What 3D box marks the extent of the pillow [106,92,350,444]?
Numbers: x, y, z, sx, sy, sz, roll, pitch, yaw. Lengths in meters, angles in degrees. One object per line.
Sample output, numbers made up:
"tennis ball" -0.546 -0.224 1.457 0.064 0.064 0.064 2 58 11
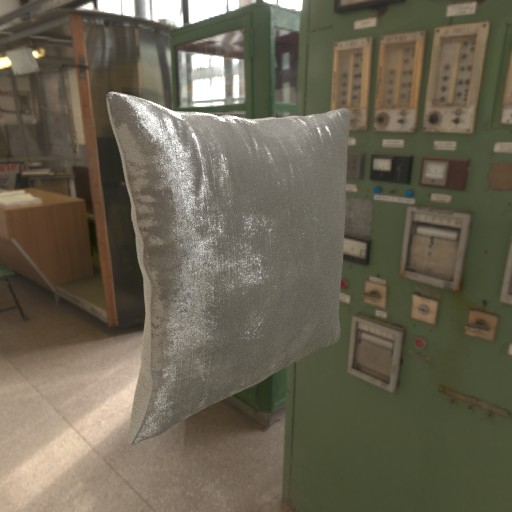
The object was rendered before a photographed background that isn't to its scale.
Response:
"pillow" 0.000 0.000 0.701 0.470 0.464 0.175 -15 22 -42
